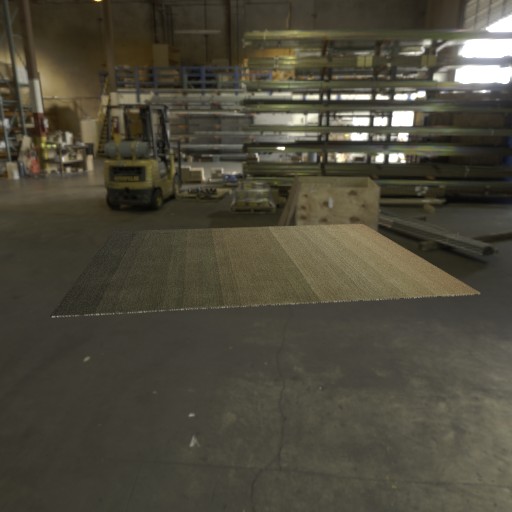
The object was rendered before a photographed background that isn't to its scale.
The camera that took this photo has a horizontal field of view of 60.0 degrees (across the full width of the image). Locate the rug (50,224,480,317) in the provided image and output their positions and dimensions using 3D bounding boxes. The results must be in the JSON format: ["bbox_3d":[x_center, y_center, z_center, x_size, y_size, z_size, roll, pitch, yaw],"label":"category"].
[{"bbox_3d":[0.000,0.000,4.067,2.932,0.015,2.315,-2,17,-7],"label":"rug"}]
